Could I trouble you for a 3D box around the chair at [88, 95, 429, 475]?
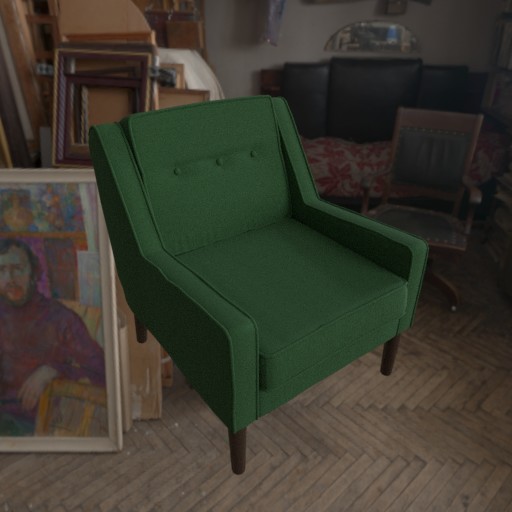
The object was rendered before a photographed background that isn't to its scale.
[{"bbox_3d":[0.000,0.000,1.311,0.663,0.792,0.743,-21,37,-30],"label":"chair"}]
